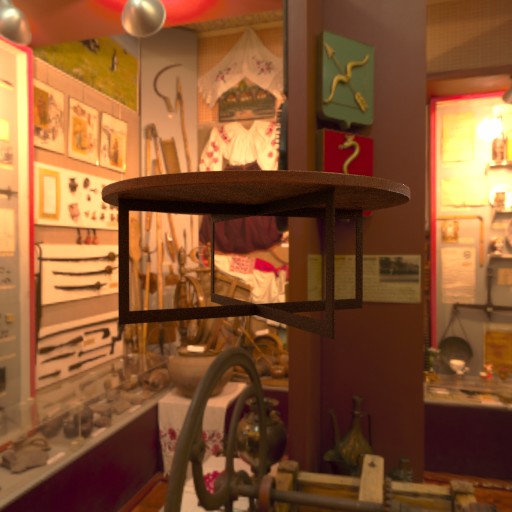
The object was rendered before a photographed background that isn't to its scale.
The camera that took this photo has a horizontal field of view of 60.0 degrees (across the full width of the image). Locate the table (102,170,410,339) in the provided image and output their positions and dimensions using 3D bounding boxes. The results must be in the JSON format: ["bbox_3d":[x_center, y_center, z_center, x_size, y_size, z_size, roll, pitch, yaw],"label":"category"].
[{"bbox_3d":[0.000,0.000,1.925,1.264,0.516,1.264,0,1,0],"label":"table"}]
